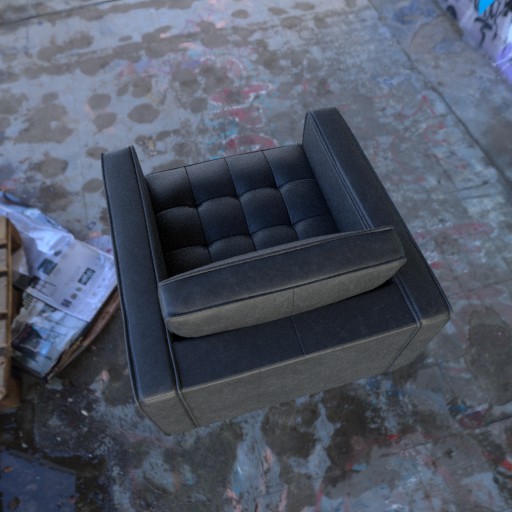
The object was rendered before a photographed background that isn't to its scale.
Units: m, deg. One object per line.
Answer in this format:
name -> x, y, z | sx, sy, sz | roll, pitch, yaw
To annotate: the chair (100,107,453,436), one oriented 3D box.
chair -> 0.000, 0.000, 1.531 | 0.889, 0.763, 0.914 | -14, 59, -8
